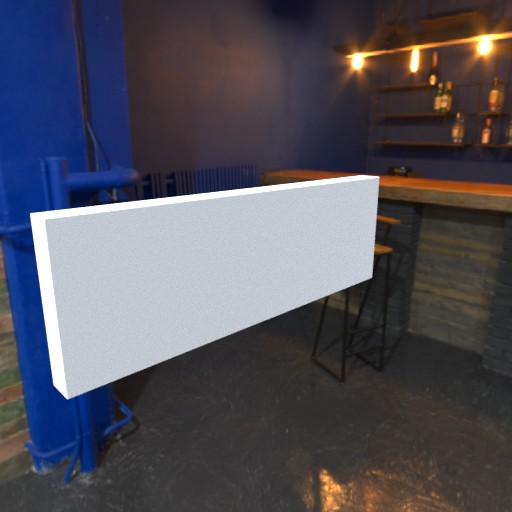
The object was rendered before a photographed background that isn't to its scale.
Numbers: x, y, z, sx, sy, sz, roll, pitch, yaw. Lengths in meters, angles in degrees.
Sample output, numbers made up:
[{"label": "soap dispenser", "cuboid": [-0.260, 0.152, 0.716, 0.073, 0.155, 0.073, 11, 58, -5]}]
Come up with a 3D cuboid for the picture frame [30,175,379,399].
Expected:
[{"label": "picture frame", "cuboid": [0.000, 0.000, 0.840, 0.759, 0.250, 0.050, -14, 21, -42]}]
